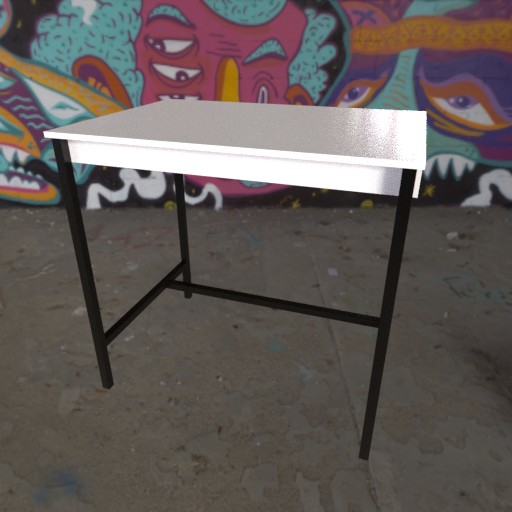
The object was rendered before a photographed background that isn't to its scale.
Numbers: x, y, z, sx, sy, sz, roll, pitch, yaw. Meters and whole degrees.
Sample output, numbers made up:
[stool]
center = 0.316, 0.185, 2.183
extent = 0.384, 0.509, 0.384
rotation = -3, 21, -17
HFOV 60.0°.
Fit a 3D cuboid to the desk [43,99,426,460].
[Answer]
[desk]
center = 0.000, 0.000, 1.290
extent = 0.811, 0.766, 0.573
rotation = 9, 28, 17
